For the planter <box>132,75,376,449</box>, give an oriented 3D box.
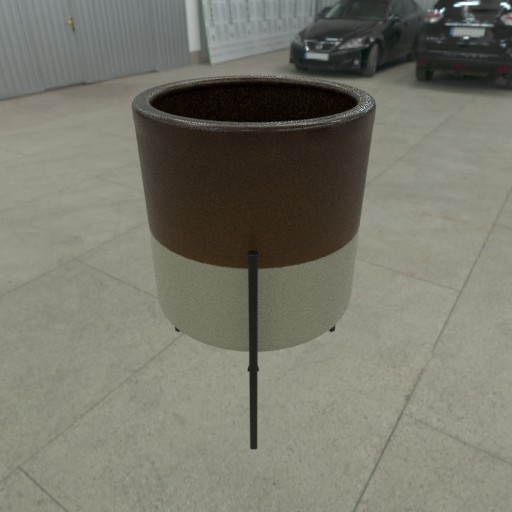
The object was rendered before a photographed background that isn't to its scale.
[{"bbox_3d":[0.000,0.000,0.544,0.255,0.375,0.269,-1,31,-1],"label":"planter"}]
